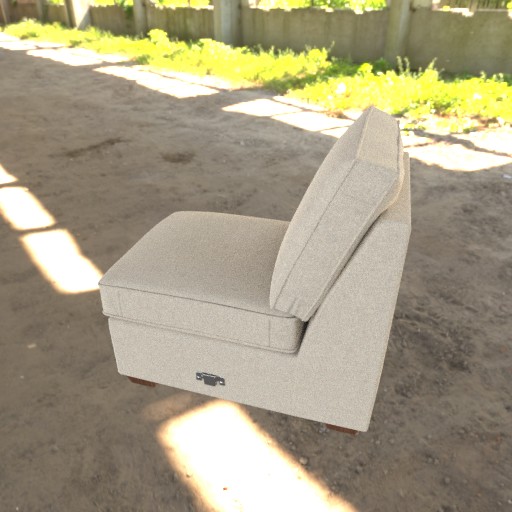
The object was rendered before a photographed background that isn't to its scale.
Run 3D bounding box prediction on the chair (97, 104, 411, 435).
[{"bbox_3d":[0.000,0.000,1.566,0.938,0.970,0.621,8,32,14],"label":"chair"}]
